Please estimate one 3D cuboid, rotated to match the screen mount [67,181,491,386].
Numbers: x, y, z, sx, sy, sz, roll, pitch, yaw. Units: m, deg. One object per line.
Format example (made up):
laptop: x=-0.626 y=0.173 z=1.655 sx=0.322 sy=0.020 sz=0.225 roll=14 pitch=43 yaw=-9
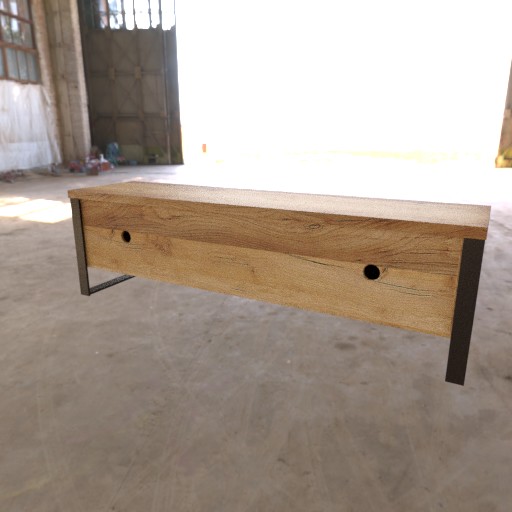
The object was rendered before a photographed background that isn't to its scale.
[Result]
screen mount: x=0.000 y=0.000 z=1.680 sx=1.524 sy=0.450 sz=0.395 roll=8 pitch=18 yaw=27
